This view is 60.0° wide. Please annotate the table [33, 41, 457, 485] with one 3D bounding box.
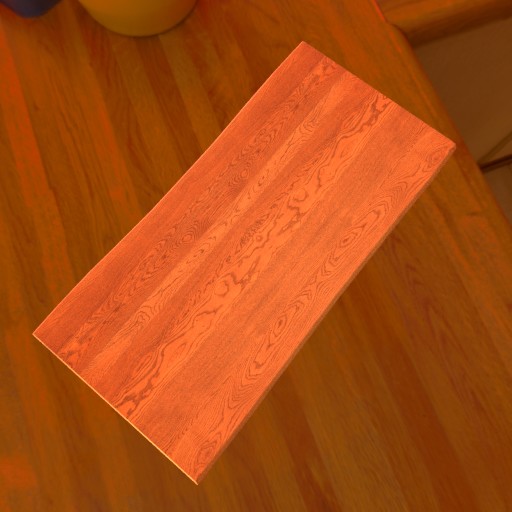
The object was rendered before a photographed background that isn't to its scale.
[{"bbox_3d":[0.000,0.000,2.251,0.900,0.770,1.800,38,79,9],"label":"table"}]
